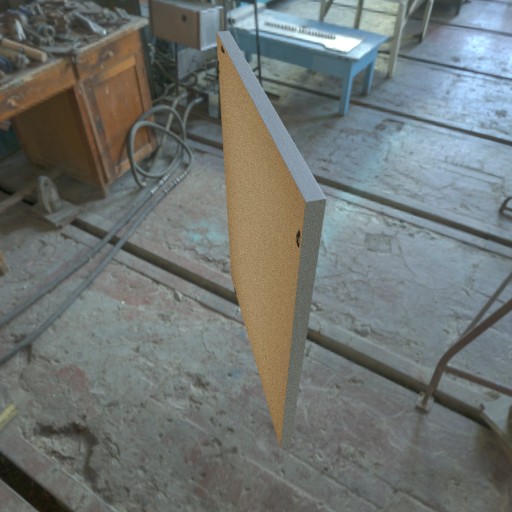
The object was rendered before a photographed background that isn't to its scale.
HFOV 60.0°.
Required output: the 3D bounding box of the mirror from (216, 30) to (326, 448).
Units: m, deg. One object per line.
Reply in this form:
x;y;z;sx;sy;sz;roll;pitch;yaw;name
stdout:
0.000;0.000;1.328;0.040;1.016;0.762;-10;47;-10;mirror
